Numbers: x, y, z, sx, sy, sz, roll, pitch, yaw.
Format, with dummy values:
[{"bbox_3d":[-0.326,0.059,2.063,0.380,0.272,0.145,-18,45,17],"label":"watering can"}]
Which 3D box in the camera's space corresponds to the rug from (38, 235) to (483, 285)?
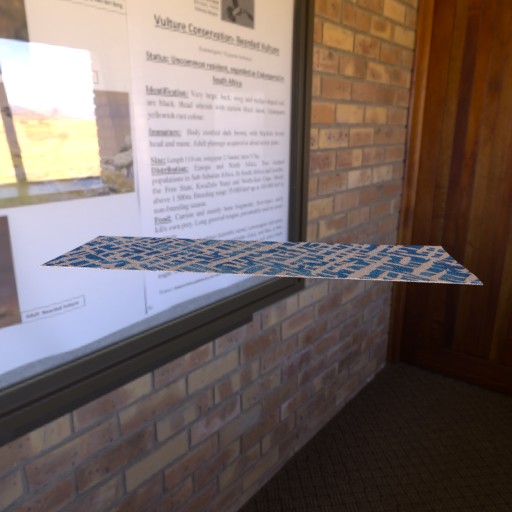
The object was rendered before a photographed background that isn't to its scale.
[{"bbox_3d":[0.000,0.000,2.781,2.446,0.011,0.768,2,16,7],"label":"rug"}]
